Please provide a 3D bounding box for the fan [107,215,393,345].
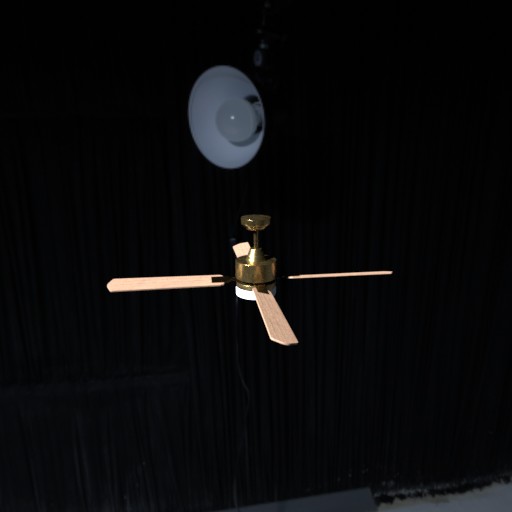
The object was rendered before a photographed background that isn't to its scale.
[{"bbox_3d":[0.000,0.000,2.010,1.320,0.355,1.320,-2,16,-8],"label":"fan"}]
